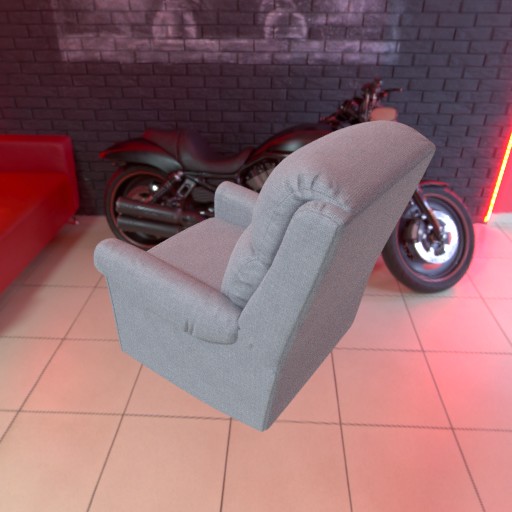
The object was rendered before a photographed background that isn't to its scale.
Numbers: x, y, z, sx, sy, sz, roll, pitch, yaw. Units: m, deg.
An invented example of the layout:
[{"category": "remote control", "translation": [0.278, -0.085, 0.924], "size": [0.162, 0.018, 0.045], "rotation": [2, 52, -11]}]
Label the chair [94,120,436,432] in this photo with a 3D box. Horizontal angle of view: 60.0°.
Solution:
[{"category": "chair", "translation": [0.000, 0.000, 1.739], "size": [1.014, 1.054, 0.838], "rotation": [20, 37, 30]}]
